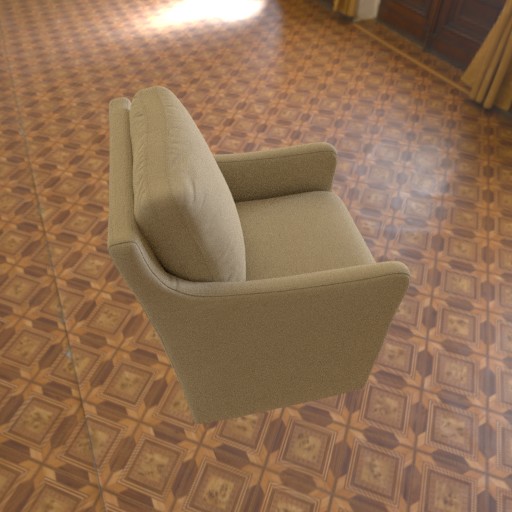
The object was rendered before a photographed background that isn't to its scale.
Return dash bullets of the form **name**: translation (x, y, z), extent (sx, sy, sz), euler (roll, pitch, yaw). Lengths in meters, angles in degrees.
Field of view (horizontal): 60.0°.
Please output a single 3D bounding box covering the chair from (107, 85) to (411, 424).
- **chair**: translation (0.000, 0.000, 1.349), extent (0.694, 0.914, 0.626), euler (-9, 48, -8)
